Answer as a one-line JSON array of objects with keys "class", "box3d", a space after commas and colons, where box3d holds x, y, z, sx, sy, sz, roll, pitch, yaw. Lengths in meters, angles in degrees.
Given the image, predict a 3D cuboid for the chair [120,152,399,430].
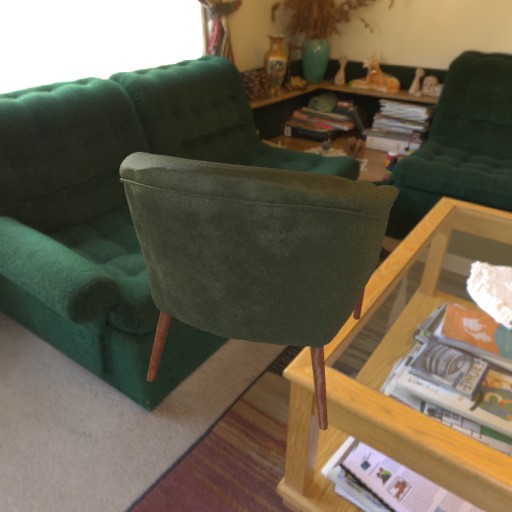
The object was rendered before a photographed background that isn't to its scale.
[{"class": "chair", "box3d": [0.000, 0.000, 1.510, 0.851, 0.885, 0.776, 10, 33, 16]}]
